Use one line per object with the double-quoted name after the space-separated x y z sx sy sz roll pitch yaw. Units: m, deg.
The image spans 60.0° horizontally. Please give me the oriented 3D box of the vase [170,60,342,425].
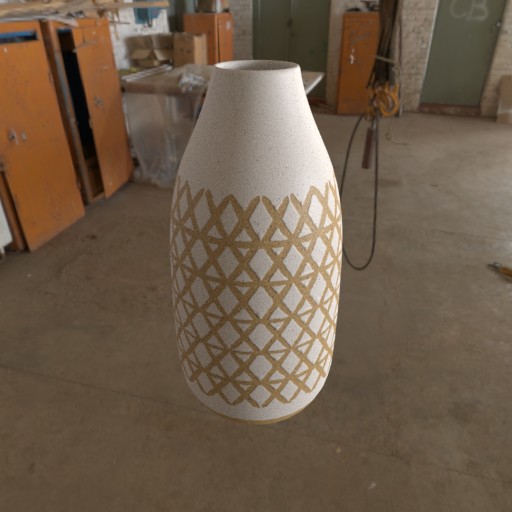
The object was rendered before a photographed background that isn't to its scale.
0.000 0.000 0.477 0.186 0.380 0.186 0 30 0 "vase"
